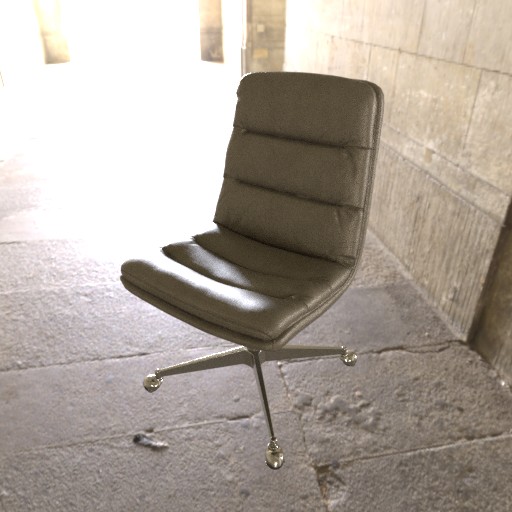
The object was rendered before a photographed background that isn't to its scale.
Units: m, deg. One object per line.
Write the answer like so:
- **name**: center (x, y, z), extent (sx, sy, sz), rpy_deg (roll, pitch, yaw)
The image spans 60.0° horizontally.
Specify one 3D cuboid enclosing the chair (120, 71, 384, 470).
- **chair**: center (0.000, 0.000, 1.013), extent (0.422, 0.738, 0.485), rpy_deg (19, 35, 29)
